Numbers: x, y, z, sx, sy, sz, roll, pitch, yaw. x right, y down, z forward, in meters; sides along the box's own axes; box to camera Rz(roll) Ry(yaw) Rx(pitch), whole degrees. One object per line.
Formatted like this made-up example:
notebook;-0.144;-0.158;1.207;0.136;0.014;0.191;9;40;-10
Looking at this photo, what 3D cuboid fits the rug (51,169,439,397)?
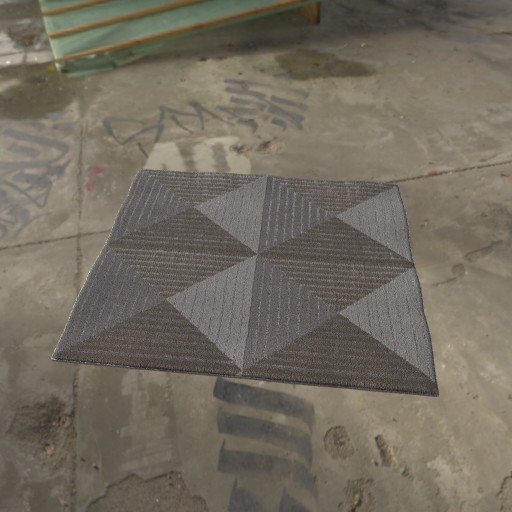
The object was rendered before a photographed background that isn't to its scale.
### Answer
rug;0.000;0.000;0.902;0.642;0.008;0.551;4;46;4
